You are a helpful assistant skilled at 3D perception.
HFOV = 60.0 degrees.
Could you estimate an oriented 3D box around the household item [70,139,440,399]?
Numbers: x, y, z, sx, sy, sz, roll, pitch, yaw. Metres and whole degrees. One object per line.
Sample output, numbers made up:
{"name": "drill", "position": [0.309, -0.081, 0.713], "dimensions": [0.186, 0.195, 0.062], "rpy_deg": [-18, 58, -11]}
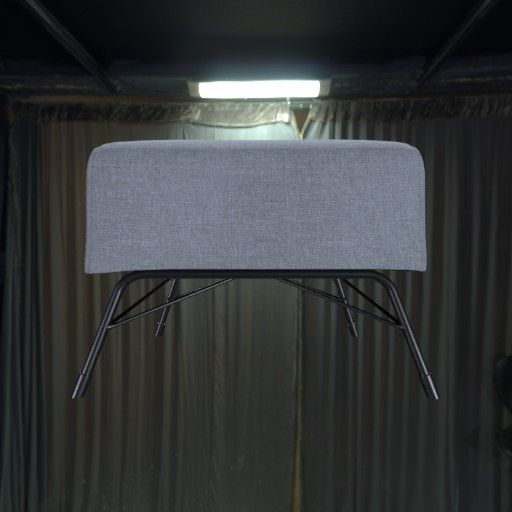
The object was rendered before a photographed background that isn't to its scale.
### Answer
{"name": "household item", "position": [0.000, 0.000, 0.894], "dimensions": [0.530, 0.410, 0.530], "rpy_deg": [0, -1, 0]}
